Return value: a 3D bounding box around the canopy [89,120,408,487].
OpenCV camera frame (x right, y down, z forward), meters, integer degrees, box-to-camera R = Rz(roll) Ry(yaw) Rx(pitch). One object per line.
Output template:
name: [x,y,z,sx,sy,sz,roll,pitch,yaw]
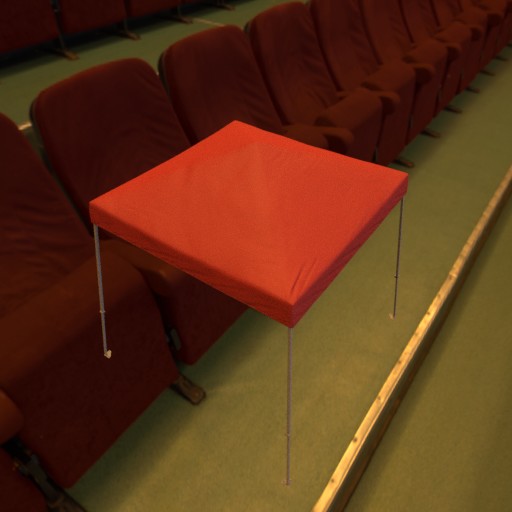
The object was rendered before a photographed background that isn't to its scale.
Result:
canopy: [0.000,0.000,6.470,3.599,3.600,3.600,25,47,26]
